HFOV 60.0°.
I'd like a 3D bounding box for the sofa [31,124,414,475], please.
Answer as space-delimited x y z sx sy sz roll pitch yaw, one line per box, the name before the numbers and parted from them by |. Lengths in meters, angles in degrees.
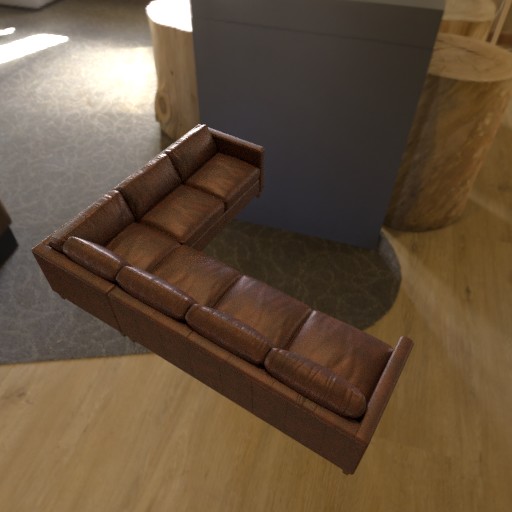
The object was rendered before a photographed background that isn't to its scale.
sofa | 0.000 0.000 4.195 3.152 0.836 2.438 25 52 21
